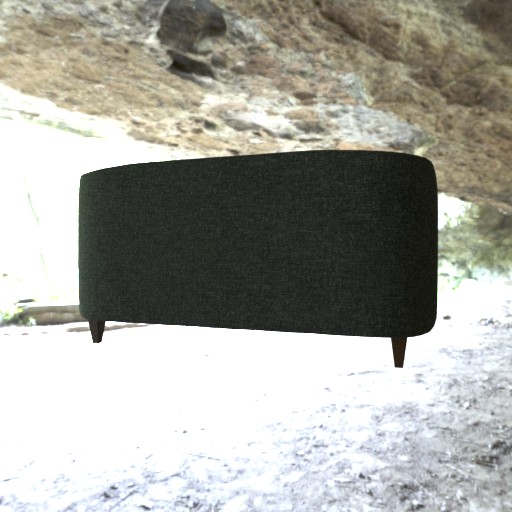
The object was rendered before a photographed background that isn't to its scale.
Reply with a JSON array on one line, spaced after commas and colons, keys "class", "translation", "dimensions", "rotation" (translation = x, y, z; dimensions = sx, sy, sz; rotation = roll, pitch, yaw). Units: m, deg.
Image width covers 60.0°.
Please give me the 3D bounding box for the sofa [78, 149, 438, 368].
[{"class": "sofa", "translation": [0.000, 0.000, 2.292], "dimensions": [1.733, 0.855, 0.941], "rotation": [0, 1, 18]}]
